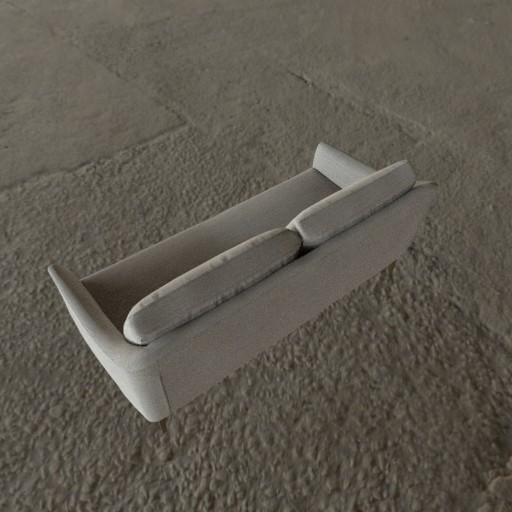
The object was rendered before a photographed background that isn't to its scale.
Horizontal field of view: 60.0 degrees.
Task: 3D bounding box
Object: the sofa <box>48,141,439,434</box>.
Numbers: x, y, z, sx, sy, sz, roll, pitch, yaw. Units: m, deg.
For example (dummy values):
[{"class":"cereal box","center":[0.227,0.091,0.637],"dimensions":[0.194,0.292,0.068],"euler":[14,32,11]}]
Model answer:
[{"class":"sofa","center":[0.000,0.000,2.587],"dimensions":[2.036,0.913,0.980],"euler":[-29,52,-26]}]
